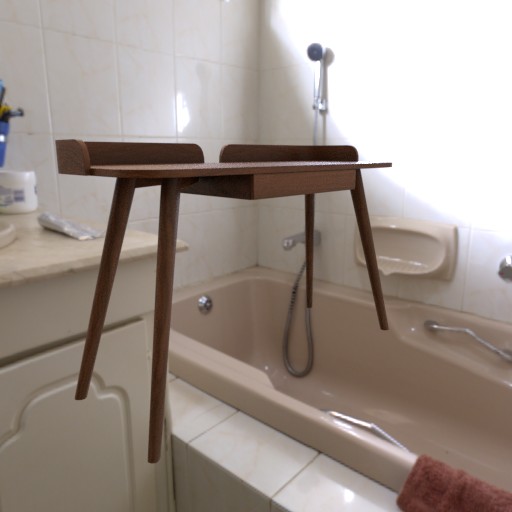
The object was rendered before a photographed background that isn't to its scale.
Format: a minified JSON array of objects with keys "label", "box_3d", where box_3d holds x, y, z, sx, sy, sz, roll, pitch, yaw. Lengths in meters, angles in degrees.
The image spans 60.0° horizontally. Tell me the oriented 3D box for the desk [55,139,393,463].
[{"label":"desk","box_3d":[0.000,0.000,1.619,0.486,0.800,1.256,12,18,43]}]
